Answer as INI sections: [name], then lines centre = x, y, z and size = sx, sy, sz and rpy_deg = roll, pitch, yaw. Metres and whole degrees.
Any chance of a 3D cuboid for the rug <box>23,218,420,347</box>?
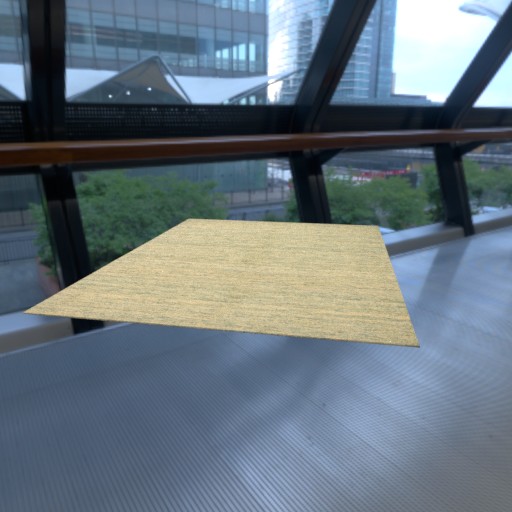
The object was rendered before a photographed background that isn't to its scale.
[rug]
centre = 0.000, 0.000, 4.141
size = 2.437, 0.014, 3.201
rpy_deg = 3, 16, 11
